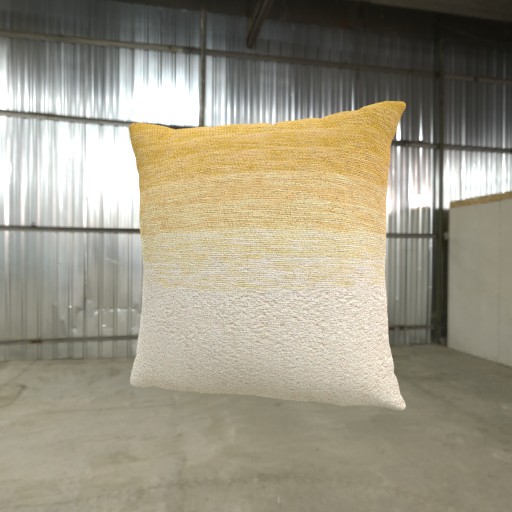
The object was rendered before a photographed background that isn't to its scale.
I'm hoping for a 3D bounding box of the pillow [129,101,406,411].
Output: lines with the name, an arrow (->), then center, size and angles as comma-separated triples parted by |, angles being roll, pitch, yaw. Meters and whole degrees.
pillow -> 0.000, 0.000, 0.700 | 0.450, 0.450, 0.211 | 0, 1, 16
